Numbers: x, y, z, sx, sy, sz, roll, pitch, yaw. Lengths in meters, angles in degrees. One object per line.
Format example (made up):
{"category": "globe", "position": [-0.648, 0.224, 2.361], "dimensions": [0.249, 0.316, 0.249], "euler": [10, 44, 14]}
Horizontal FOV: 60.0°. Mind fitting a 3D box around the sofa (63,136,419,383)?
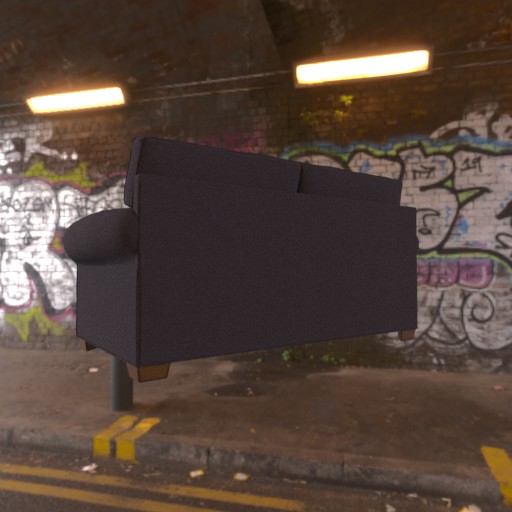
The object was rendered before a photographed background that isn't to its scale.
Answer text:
{"category": "sofa", "position": [0.000, 0.000, 2.619], "dimensions": [2.009, 1.031, 0.951], "euler": [1, -1, -35]}
